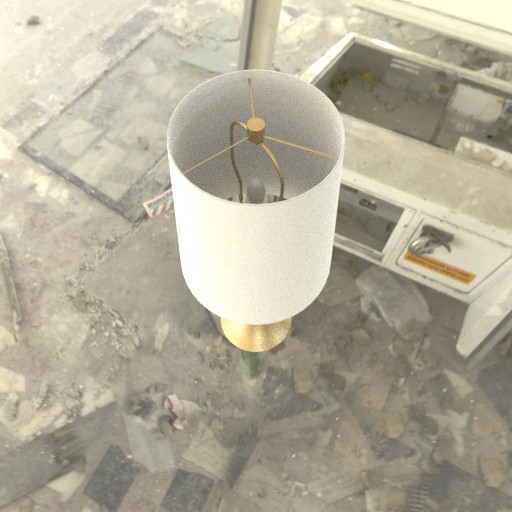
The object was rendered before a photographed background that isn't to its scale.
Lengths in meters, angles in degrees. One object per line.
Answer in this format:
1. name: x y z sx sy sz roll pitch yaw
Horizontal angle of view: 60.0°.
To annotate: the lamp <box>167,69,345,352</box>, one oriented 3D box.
1. lamp: 0.000 0.000 0.692 0.231 0.569 0.231 0 63 0
